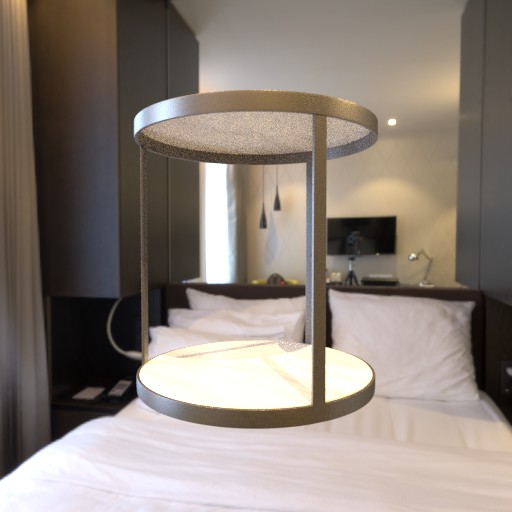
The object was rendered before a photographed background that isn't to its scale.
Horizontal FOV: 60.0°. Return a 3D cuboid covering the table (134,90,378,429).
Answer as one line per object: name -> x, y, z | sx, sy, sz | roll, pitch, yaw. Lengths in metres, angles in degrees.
table -> 0.000, 0.000, 0.846 | 0.445, 0.479, 0.445 | 0, 2, 0
